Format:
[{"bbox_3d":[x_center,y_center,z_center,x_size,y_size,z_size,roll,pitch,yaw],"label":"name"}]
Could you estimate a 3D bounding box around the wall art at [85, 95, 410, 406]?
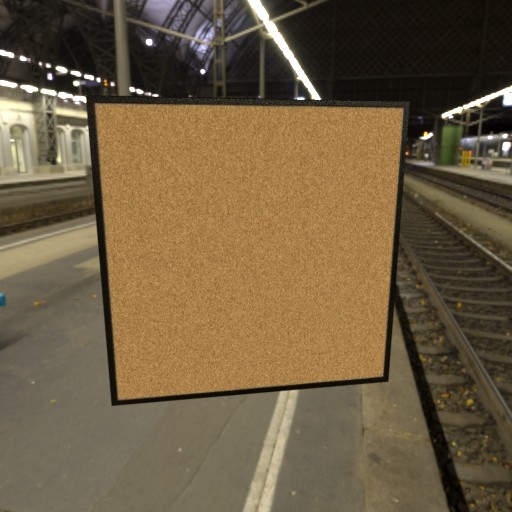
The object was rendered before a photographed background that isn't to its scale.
[{"bbox_3d":[0.000,0.000,0.520,0.349,0.349,0.014,-2,13,-9],"label":"wall art"}]
